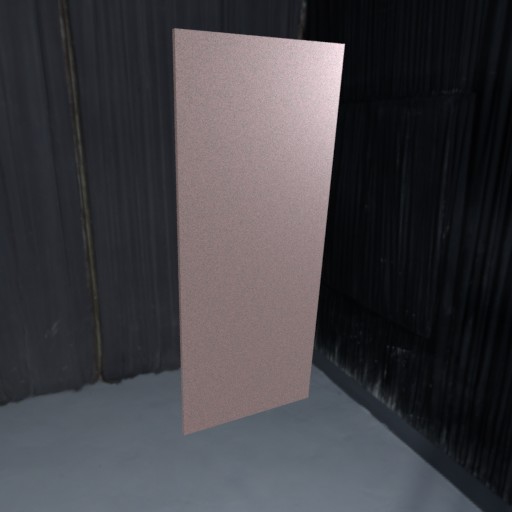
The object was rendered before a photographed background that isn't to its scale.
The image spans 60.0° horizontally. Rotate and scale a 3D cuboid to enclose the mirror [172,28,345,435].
[{"bbox_3d":[0.000,0.000,2.279,0.812,2.020,0.221,-8,18,-25],"label":"mirror"}]
